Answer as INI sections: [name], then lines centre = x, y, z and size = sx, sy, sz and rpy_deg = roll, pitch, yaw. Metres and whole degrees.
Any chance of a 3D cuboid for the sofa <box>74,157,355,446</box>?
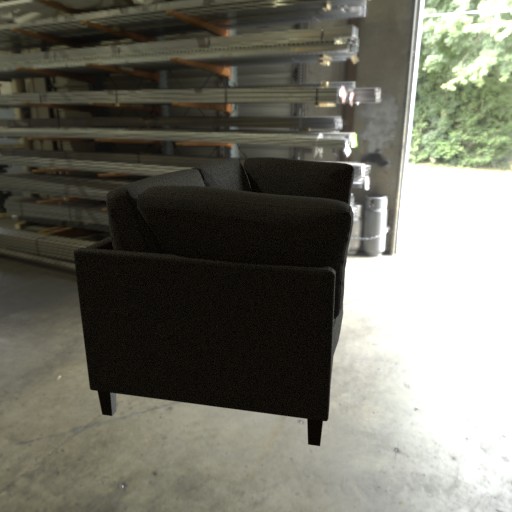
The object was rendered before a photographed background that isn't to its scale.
[sofa]
centre = 0.000, 0.000, 2.337
size = 0.969, 0.920, 1.751
rpy_deg = 3, 17, 12
